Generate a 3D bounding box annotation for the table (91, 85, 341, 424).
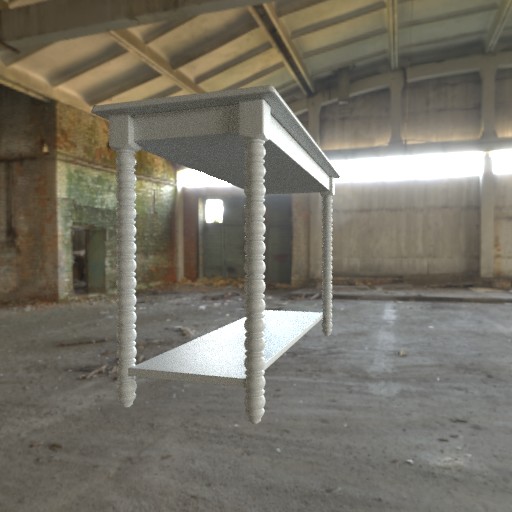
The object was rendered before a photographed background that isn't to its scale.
[{"bbox_3d":[0.000,0.000,1.561,0.459,0.740,1.184,0,1,18],"label":"table"}]
